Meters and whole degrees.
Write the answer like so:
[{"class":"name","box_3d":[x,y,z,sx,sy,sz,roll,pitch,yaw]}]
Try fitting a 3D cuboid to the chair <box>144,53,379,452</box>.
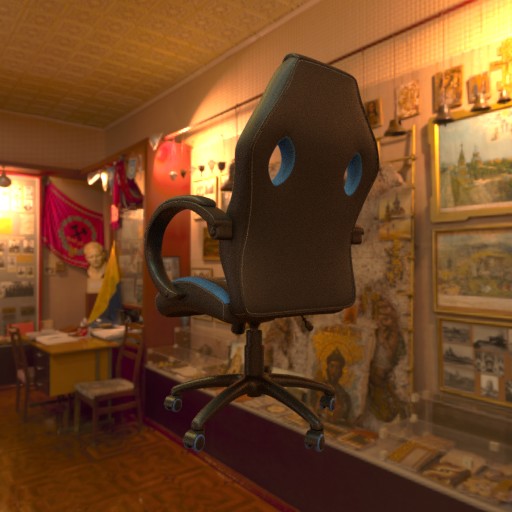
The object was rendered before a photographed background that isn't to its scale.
[{"class":"chair","box_3d":[0.000,0.000,1.611,0.673,1.187,0.724,1,-1,-37]}]
